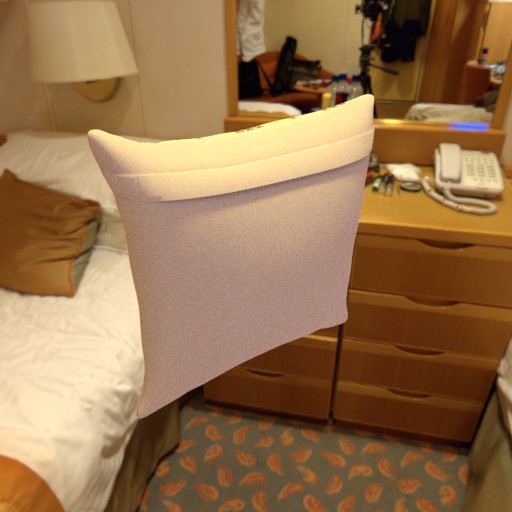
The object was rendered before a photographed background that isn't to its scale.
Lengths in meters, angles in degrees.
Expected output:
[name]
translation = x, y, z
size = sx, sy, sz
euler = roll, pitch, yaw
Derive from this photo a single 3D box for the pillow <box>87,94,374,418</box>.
[pillow]
translation = 0.000, 0.000, 0.632
size = 0.405, 0.406, 0.173
euler = -18, 34, -29
